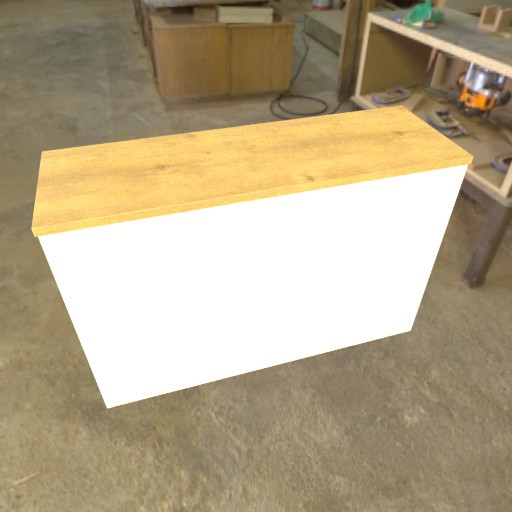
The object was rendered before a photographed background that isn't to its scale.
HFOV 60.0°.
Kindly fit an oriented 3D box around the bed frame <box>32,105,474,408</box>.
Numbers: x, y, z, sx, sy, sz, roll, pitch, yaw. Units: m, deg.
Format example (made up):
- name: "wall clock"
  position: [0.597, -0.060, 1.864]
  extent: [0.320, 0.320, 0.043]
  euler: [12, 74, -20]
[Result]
- name: "bed frame"
  position: [0.000, 0.000, 1.679]
  extent: [1.300, 0.850, 0.430]
  euler: [-11, 42, -13]
